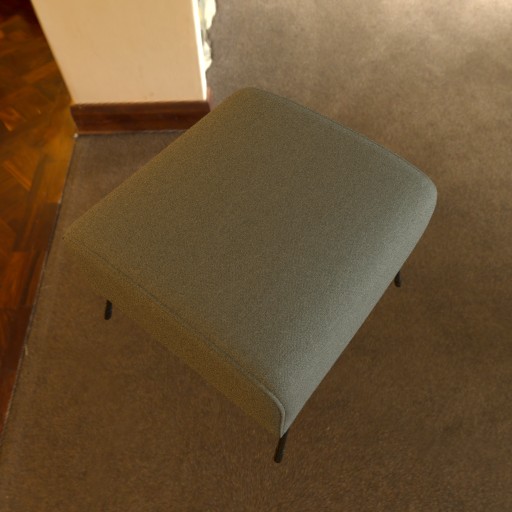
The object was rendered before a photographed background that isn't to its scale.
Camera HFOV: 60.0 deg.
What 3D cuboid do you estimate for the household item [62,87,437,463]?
[{"bbox_3d":[0.000,0.000,0.921,0.530,0.410,0.530,33,64,19],"label":"household item"}]
